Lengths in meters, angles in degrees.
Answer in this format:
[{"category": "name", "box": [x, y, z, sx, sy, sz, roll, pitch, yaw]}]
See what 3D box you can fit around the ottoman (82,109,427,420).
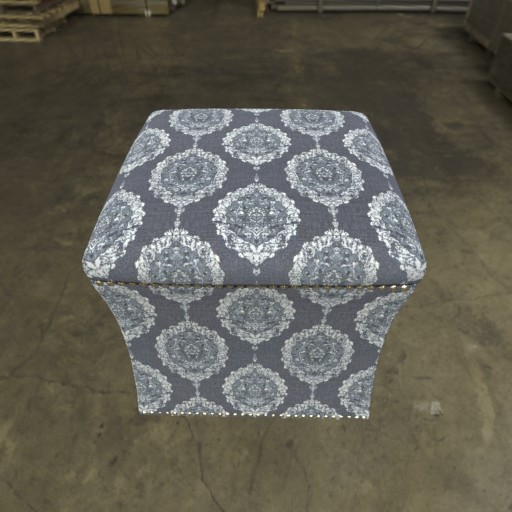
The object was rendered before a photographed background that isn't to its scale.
[{"category": "ottoman", "box": [0.000, 0.000, 0.916, 0.497, 0.475, 0.507, 1, 41, 1]}]
